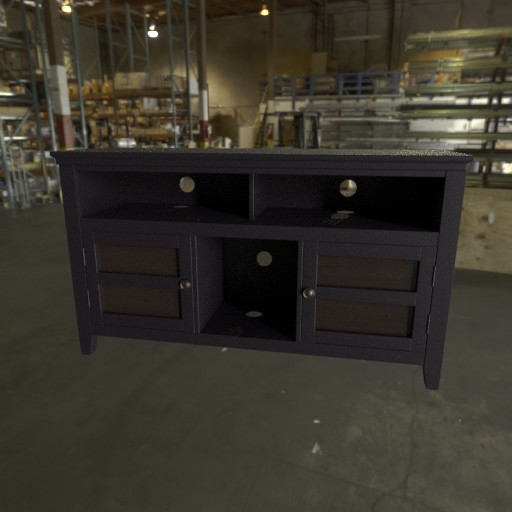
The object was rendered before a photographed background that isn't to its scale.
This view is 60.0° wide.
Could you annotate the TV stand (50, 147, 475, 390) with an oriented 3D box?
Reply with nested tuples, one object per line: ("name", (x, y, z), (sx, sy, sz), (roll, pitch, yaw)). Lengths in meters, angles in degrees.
("TV stand", (0.000, 0.000, 1.473), (1.198, 0.681, 0.347), (3, 16, 11))
